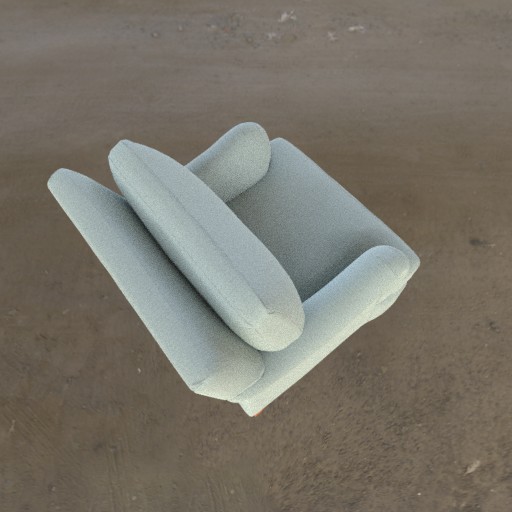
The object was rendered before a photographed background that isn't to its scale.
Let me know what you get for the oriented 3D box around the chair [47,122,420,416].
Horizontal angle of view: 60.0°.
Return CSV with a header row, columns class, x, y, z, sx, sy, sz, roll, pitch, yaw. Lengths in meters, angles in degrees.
class,x,y,z,sx,sy,sz,roll,pitch,yaw
chair,0.000,0.000,1.823,1.070,1.038,0.955,-34,65,-19
